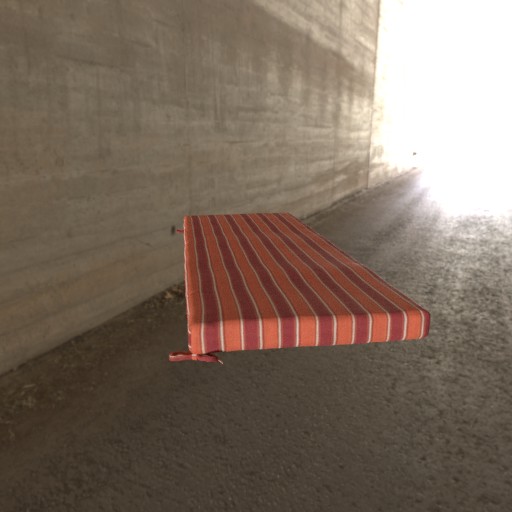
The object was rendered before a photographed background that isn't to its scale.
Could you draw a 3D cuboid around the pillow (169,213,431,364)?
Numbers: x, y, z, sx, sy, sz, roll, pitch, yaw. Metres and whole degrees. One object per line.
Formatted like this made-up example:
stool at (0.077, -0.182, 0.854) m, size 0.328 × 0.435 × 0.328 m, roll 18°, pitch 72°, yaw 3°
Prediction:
pillow at (0.000, 0.000, 1.341) m, size 0.492 × 0.081 × 1.187 m, roll -2°, pitch 15°, yaw -9°
